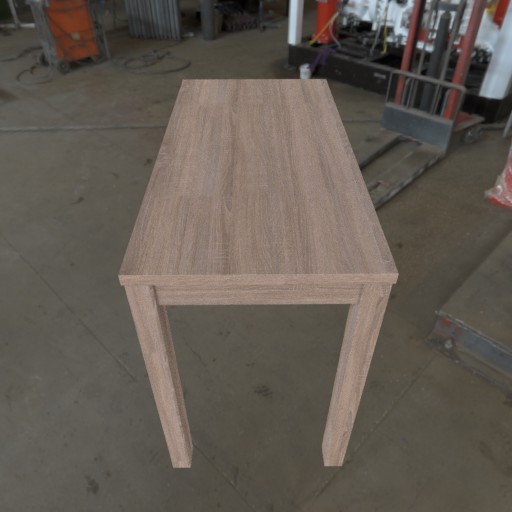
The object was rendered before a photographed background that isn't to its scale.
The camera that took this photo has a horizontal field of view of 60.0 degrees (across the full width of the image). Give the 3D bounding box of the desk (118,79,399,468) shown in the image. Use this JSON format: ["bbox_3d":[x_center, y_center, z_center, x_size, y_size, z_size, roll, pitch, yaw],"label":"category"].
[{"bbox_3d":[0.000,0.000,1.405,0.495,0.762,0.991,0,41,0],"label":"desk"}]
